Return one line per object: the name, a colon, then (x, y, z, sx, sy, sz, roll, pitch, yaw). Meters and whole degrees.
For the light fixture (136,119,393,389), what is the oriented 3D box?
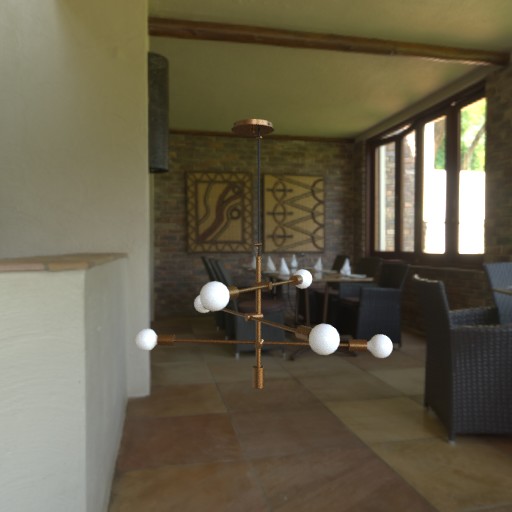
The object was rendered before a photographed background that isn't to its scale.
light fixture: (0.000, 0.000, 1.264, 0.682, 0.744, 0.637, 1, 1, 36)
